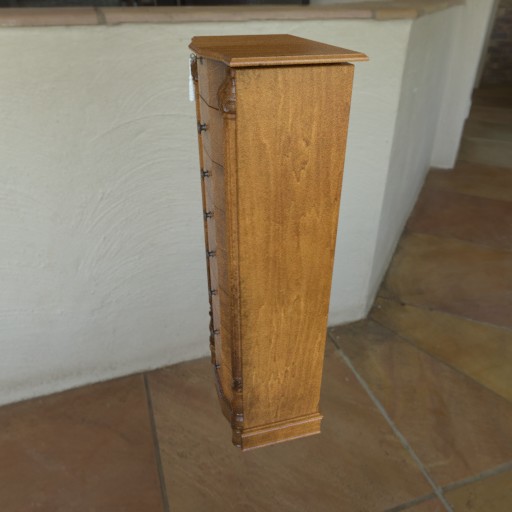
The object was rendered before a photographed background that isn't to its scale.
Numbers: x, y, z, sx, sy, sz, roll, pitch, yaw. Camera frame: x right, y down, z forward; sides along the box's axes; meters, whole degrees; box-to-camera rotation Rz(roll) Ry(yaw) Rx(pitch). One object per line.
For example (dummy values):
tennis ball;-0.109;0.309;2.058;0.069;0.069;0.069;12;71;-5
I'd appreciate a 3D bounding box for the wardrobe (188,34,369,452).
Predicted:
wardrobe;0.000;0.000;1.106;0.273;0.959;0.406;-8;32;-13
